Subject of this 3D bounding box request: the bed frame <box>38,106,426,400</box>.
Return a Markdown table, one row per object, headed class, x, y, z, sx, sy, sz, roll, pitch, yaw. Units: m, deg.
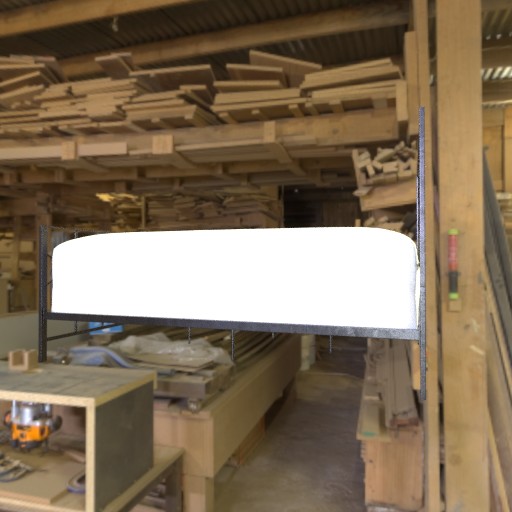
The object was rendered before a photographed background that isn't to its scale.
| class | x | y | z | sx | sy | sz | roll | pitch | yaw |
| --- | --- | --- | --- | --- | --- | --- | --- | --- | --- |
| bed frame | 0.000 | 0.000 | 2.939 | 2.063 | 1.222 | 1.597 | 0 | -1 | 20 |
